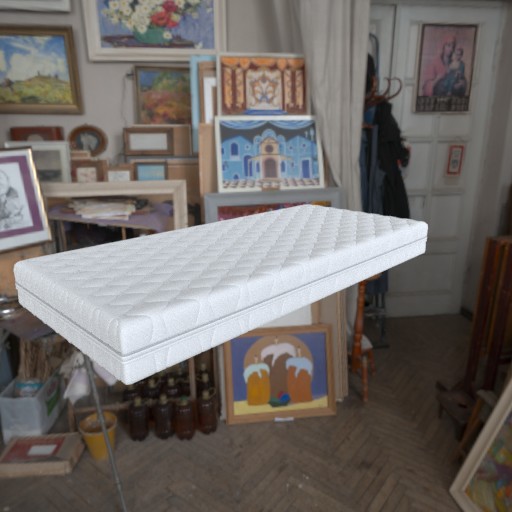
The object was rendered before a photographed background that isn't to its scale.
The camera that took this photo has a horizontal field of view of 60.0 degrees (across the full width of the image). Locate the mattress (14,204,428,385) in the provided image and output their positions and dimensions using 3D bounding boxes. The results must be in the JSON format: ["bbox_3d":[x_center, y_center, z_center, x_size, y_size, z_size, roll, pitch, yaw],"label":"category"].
[{"bbox_3d":[0.000,0.000,2.253,0.900,0.200,2.000,16,23,42],"label":"mattress"}]
